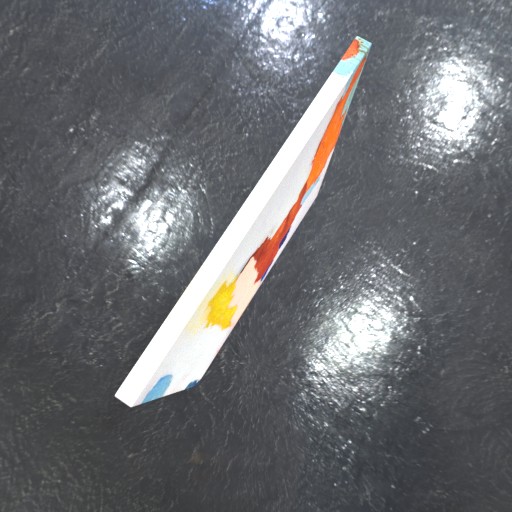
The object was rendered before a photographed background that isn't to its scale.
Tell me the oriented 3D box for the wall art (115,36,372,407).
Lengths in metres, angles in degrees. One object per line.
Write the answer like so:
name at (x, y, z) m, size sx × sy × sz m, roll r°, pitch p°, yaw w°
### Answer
wall art at (0.000, 0.000, 1.494) m, size 0.044 × 1.017 × 1.017 m, roll 31°, pitch 78°, yaw 7°
